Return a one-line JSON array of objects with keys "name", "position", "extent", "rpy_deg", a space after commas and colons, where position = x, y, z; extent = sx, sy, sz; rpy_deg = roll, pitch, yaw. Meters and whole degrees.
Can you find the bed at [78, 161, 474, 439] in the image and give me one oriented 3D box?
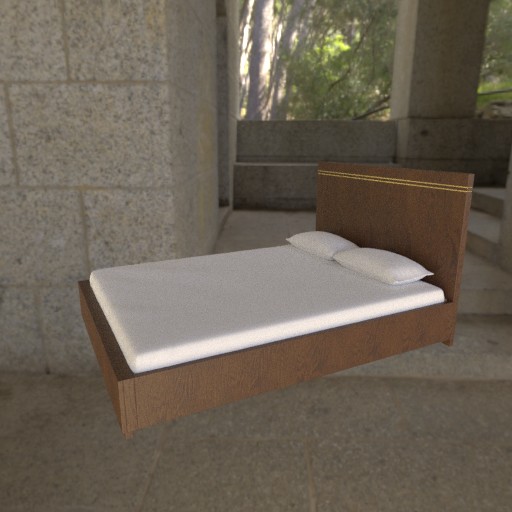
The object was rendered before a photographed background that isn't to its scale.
[{"name": "bed", "position": [0.000, 0.000, 3.104], "extent": [2.221, 1.169, 1.613], "rpy_deg": [-8, 17, -26]}]
